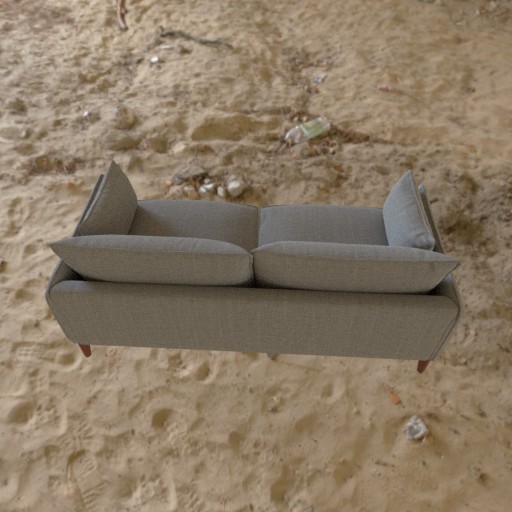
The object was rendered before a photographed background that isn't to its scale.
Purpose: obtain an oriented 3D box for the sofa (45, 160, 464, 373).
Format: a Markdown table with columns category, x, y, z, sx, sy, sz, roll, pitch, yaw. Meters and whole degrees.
| category | x | y | z | sx | sy | sz | roll | pitch | yaw |
| --- | --- | --- | --- | --- | --- | --- | --- | --- | --- |
| sofa | 0.000 | 0.000 | 2.461 | 1.989 | 0.851 | 0.972 | 2 | 47 | 2 |
